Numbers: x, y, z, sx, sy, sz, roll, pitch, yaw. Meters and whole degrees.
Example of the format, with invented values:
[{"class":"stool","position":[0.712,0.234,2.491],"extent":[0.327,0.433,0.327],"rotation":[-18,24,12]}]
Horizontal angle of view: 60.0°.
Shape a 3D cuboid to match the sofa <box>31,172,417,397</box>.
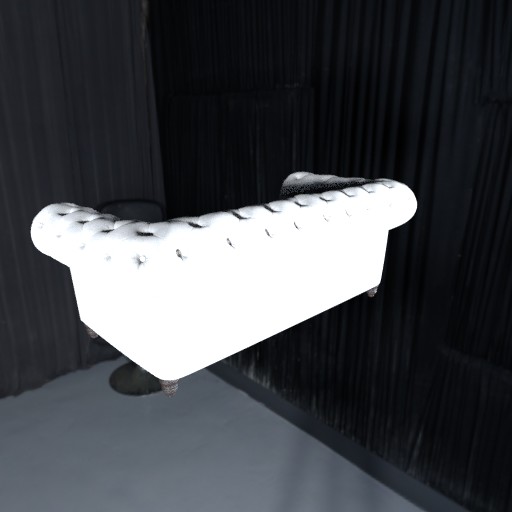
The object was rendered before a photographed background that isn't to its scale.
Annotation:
[{"class":"sofa","position":[0.000,0.000,2.453],"extent":[1.998,0.764,0.986],"rotation":[-16,24,-42]}]
